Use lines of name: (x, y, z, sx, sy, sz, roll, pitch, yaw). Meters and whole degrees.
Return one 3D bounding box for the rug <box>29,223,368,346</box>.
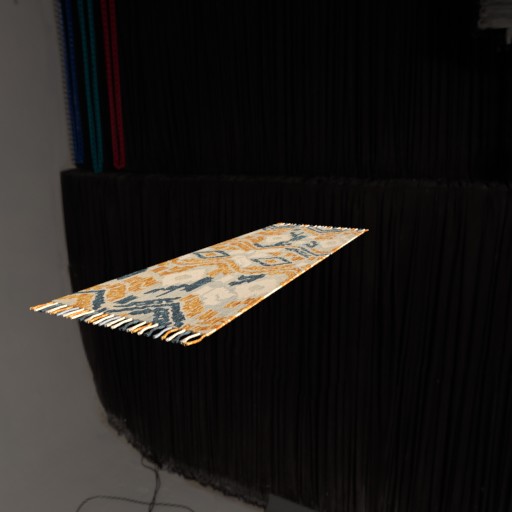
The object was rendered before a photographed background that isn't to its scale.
rug: (0.000, 0.000, 2.626, 0.783, 0.010, 2.437, 6, 15, 26)
